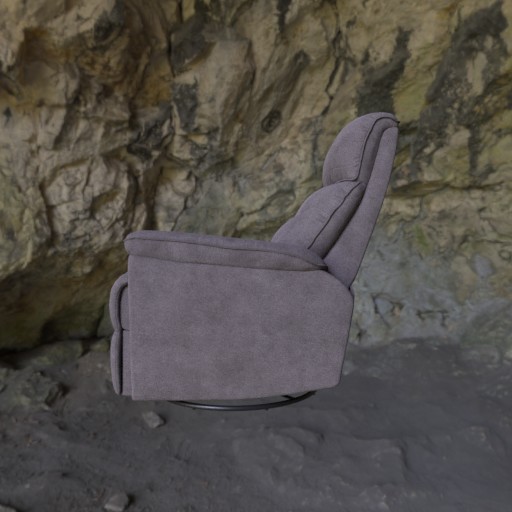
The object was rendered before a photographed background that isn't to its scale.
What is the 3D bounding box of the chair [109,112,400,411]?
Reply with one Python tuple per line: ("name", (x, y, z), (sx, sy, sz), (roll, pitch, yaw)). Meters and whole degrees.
("chair", (0.000, 0.000, 1.784), (1.009, 1.036, 0.830), (0, 0, 2))
